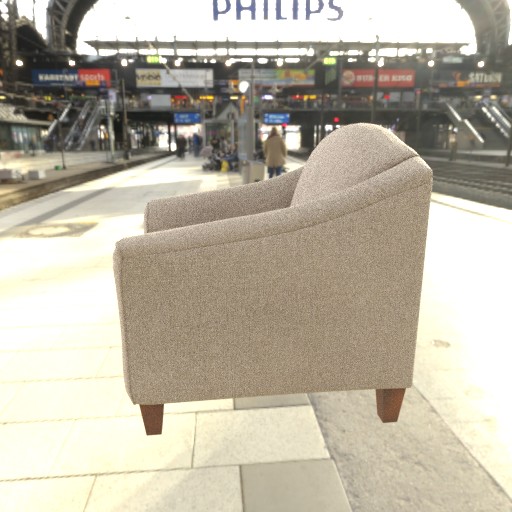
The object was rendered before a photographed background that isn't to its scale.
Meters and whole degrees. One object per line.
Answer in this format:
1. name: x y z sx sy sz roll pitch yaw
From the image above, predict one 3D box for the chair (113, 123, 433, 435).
1. chair: 0.000 0.000 1.454 0.787 0.839 0.763 -2 15 -7
